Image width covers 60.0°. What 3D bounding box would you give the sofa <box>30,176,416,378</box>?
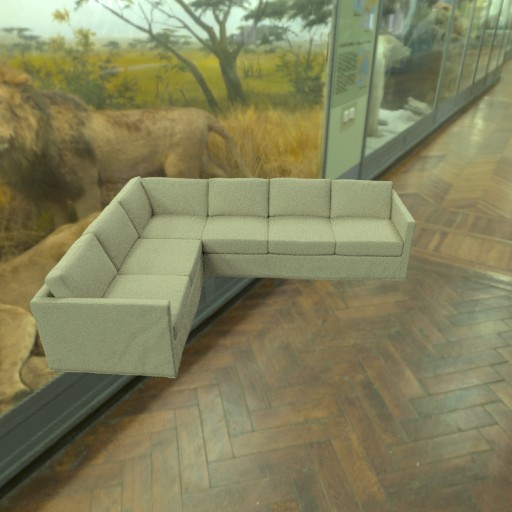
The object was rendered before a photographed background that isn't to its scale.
[{"bbox_3d":[0.000,0.000,4.300,3.182,0.871,2.432,1,29,2],"label":"sofa"}]
